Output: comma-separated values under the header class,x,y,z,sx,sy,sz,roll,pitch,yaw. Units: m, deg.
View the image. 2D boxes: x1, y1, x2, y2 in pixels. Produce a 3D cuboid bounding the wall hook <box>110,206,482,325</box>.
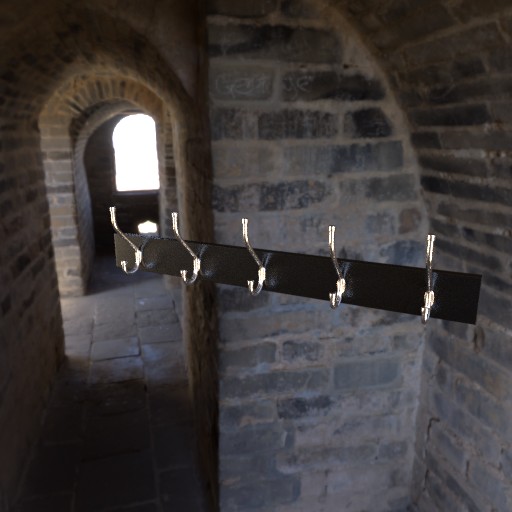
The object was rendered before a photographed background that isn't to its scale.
class,x,y,z,sx,sy,sz,roll,pitch,yaw
wall hook,0.000,0.000,0.625,0.571,0.117,0.071,7,16,26
